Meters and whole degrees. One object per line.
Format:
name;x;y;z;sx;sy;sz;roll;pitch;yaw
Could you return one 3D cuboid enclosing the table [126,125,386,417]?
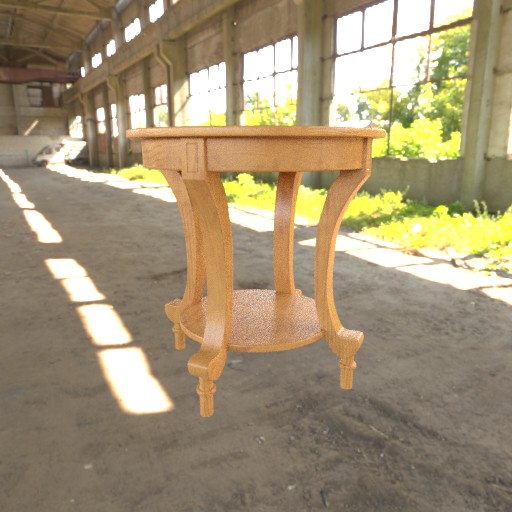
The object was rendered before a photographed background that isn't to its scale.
table;0.000;0.000;1.129;0.597;0.612;0.597;0;14;0
